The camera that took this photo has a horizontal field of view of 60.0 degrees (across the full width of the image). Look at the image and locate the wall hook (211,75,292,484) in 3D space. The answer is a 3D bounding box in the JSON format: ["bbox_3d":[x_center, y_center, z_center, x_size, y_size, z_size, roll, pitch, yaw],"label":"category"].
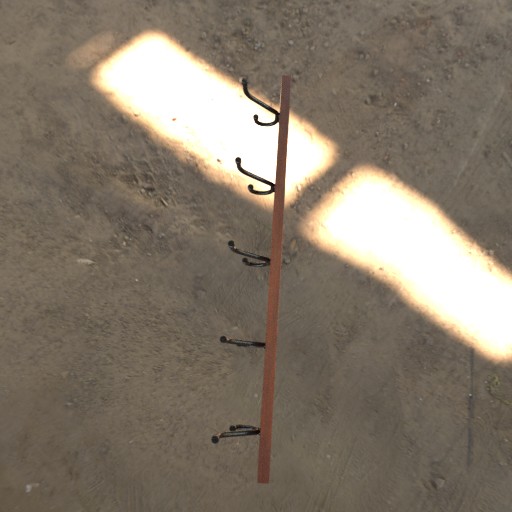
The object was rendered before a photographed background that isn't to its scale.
[{"bbox_3d":[0.000,0.000,0.611,0.071,0.117,0.571,4,77,1],"label":"wall hook"}]
